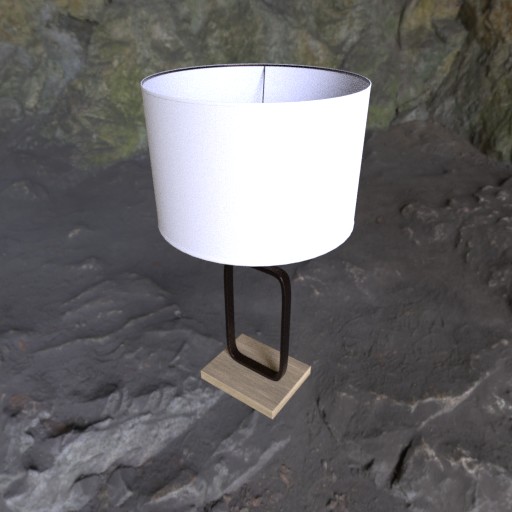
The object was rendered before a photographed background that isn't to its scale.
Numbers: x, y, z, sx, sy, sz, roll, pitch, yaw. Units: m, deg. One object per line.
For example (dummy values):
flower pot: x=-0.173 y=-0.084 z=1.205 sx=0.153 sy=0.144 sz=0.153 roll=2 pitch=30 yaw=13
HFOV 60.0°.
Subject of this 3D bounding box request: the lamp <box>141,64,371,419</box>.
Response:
lamp: x=0.000 y=0.000 z=0.677 sx=0.279 sy=0.508 sz=0.279 roll=20 pitch=36 yaw=30
